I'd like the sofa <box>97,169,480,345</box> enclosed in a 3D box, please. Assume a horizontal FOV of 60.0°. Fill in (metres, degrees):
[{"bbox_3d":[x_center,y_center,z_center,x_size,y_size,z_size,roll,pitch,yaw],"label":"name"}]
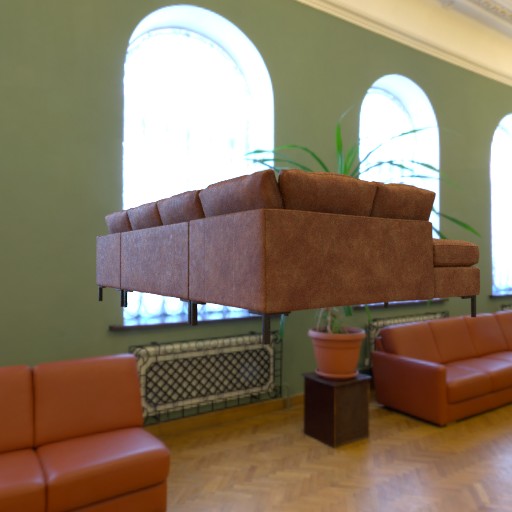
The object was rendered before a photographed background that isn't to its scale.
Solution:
[{"bbox_3d":[0.000,0.000,3.868,1.939,0.900,2.956,0,-1,-35],"label":"sofa"}]
